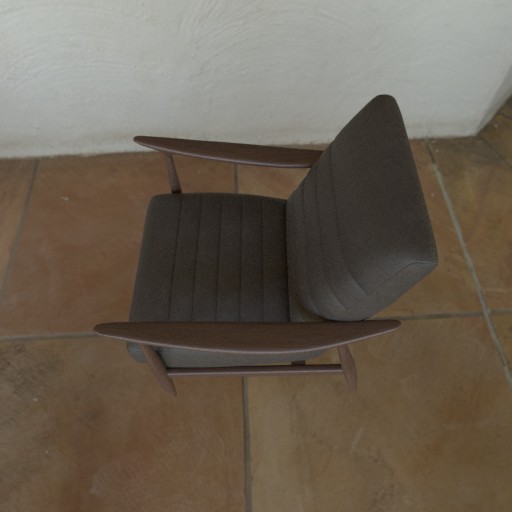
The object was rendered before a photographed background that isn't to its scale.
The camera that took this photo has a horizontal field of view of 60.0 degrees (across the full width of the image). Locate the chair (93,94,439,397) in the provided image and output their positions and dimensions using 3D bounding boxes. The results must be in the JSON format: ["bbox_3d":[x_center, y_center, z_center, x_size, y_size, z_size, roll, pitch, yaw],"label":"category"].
[{"bbox_3d":[0.000,0.000,1.418,0.798,0.831,0.741,0,58,0],"label":"chair"}]
